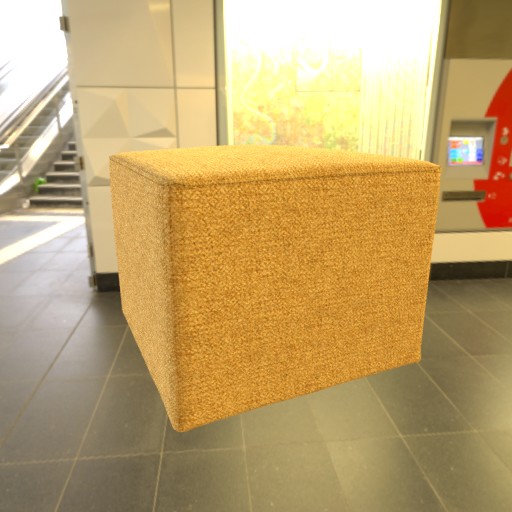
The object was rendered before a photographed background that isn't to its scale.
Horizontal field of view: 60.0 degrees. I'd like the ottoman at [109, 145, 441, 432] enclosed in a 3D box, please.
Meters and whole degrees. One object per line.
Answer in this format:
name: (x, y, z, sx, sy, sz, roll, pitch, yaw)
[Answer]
ottoman: (0.000, 0.000, 0.931, 0.505, 0.441, 0.512, -8, 19, -24)
